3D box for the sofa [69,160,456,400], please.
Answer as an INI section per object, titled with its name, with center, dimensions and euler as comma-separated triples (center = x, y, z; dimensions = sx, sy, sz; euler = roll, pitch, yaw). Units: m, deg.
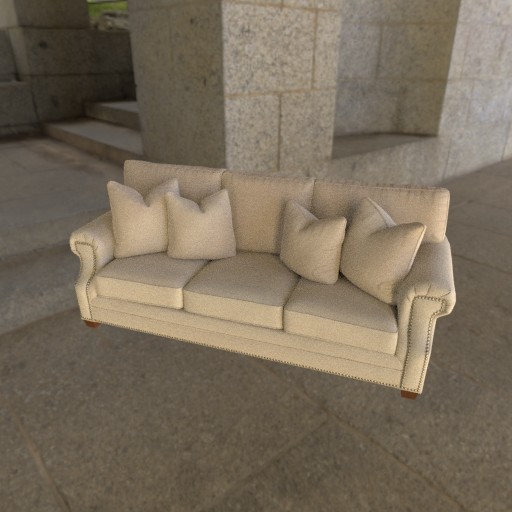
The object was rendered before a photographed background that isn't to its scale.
[sofa]
center = 0.000, 0.000, 2.837
dimensions = 2.312, 0.975, 0.965
euler = 8, 26, 17
